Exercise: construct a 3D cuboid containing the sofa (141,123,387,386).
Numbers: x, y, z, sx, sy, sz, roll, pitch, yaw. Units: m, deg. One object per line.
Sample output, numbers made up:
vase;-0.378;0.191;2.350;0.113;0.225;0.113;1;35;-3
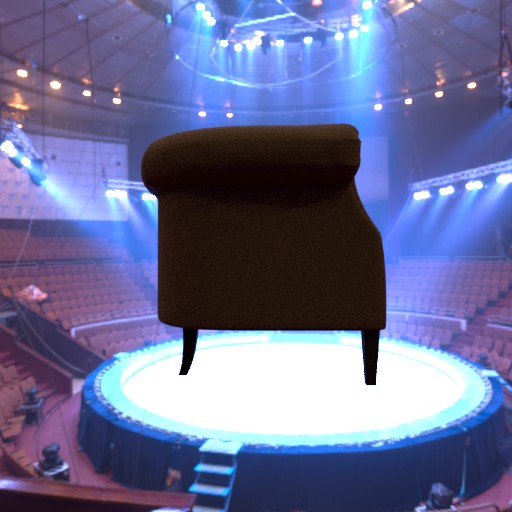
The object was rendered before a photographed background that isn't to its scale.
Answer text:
sofa;0.000;0.000;2.081;0.835;0.827;1.558;0;0;0
